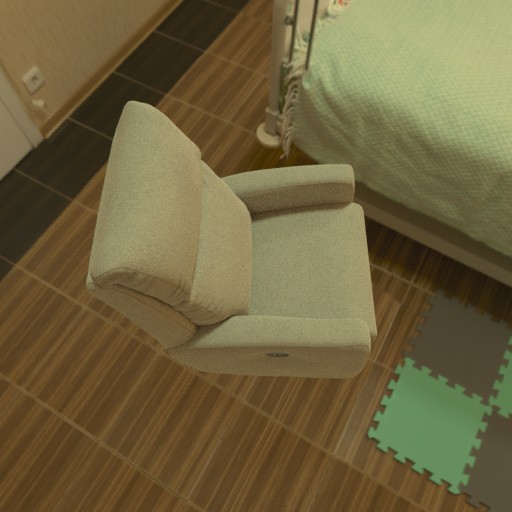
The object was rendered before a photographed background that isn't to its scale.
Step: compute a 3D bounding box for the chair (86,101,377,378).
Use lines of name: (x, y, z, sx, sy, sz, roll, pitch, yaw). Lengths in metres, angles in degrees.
chair: (0.000, 0.000, 1.688, 0.940, 1.021, 0.794, 1, 64, 0)
